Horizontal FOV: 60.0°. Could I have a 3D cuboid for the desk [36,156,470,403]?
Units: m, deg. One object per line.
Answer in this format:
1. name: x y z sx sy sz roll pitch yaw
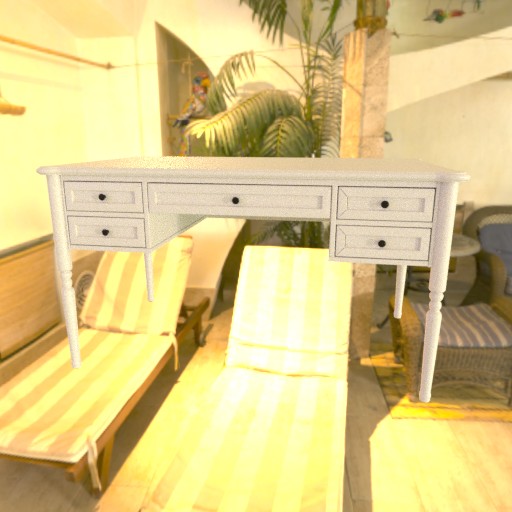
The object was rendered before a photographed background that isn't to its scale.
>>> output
1. desk: 0.000 0.000 1.831 1.380 0.762 0.807 3 16 10
